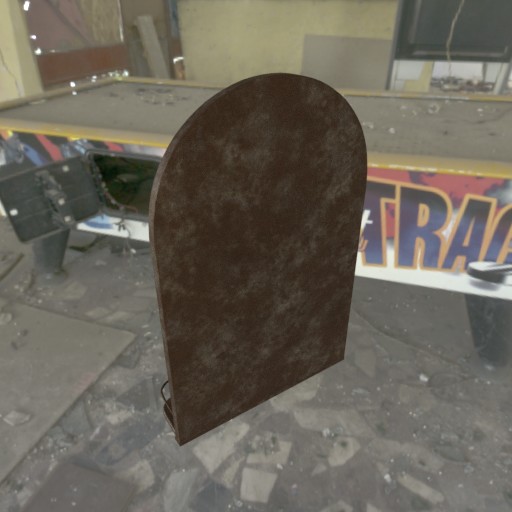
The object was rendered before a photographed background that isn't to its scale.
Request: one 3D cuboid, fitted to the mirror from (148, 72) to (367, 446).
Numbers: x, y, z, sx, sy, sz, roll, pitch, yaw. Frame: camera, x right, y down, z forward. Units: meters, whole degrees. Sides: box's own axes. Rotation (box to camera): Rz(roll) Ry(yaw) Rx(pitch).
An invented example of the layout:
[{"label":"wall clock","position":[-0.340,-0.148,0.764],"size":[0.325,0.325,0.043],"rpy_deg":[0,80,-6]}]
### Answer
[{"label":"mirror","position":[0.000,0.000,0.988],"size":[0.510,0.770,0.137],"rpy_deg":[-18,34,-29]}]
